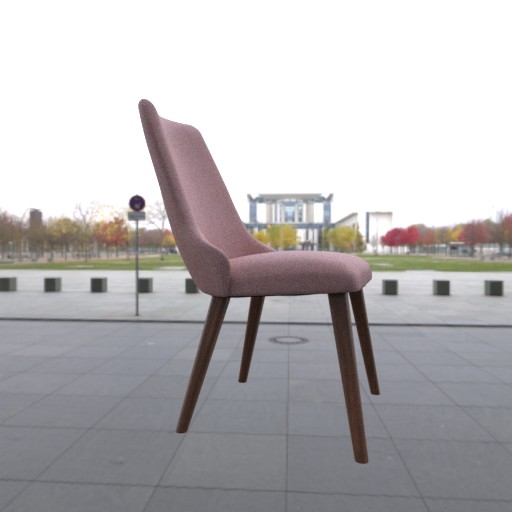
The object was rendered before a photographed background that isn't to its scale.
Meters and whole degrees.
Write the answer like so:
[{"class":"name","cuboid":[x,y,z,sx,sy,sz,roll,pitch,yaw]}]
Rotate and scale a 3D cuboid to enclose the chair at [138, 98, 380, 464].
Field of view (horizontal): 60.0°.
[{"class":"chair","cuboid":[0.000,0.000,1.337,0.707,0.918,0.535,0,1,19]}]
